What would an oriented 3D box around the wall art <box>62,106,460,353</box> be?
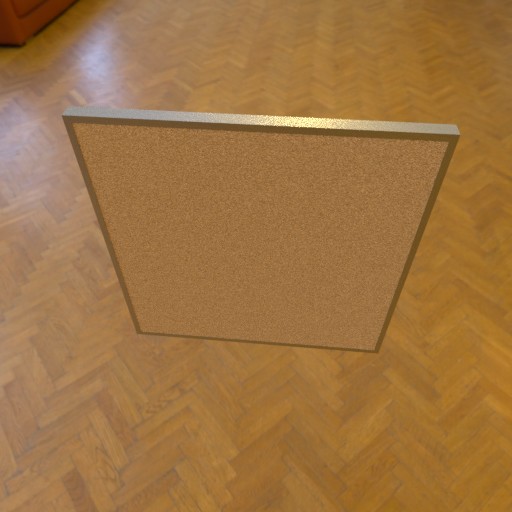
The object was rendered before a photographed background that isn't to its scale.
[{"bbox_3d":[0.000,0.000,1.198,0.806,0.806,0.038,4,47,4],"label":"wall art"}]
